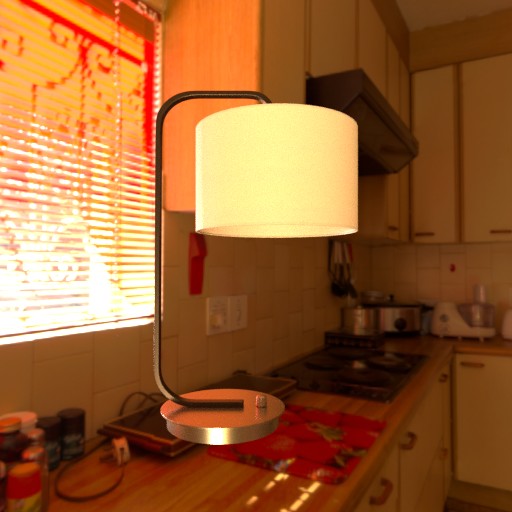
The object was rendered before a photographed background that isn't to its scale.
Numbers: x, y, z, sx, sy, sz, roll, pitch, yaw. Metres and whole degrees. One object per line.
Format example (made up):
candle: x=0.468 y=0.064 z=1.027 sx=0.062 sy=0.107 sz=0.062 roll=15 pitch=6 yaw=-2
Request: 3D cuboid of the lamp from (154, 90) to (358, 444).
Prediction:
lamp: x=0.000 y=0.000 z=0.635 sx=0.288 sy=0.473 sz=0.230 roll=0 pitch=-1 yaw=0
